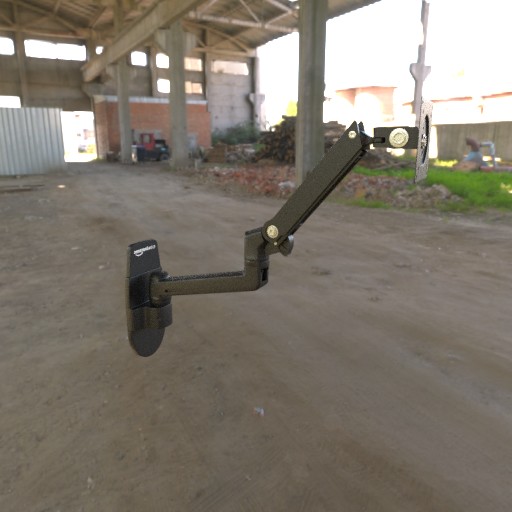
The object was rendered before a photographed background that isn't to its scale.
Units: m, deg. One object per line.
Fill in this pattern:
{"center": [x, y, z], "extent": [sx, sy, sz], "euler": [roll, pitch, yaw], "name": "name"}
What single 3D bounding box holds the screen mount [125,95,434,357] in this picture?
{"center": [0.000, 0.000, 0.730], "extent": [0.495, 0.466, 0.115], "euler": [7, 16, 27], "name": "screen mount"}
